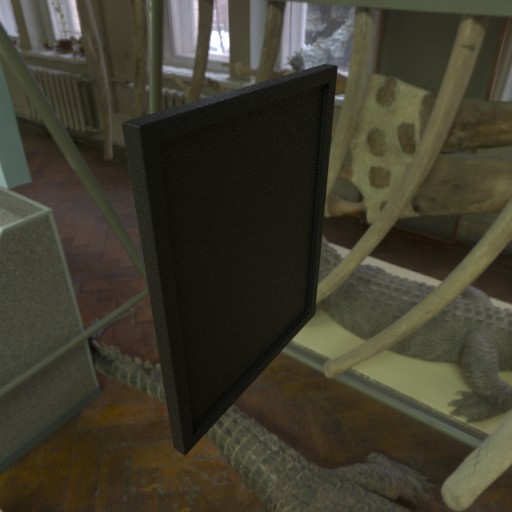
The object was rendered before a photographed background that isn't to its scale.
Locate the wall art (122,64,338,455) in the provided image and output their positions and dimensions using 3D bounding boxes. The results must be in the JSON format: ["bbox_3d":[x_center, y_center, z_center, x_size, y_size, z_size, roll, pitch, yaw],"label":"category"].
[{"bbox_3d":[0.000,0.000,0.768,0.028,0.559,0.457,21,38,29],"label":"wall art"}]
